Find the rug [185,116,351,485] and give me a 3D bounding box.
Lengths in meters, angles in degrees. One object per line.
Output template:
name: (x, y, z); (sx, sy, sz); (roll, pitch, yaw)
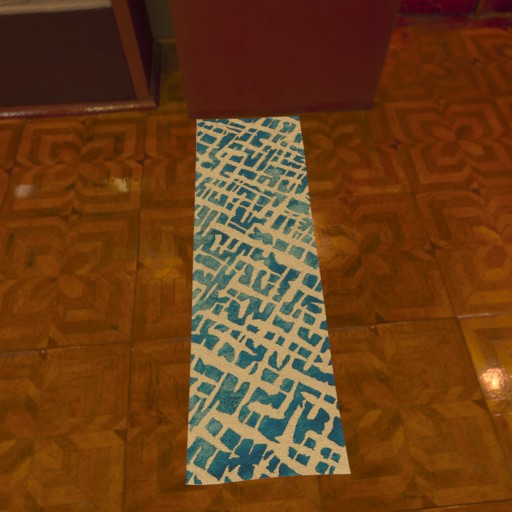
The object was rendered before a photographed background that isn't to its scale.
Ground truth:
rug: (0.000, 0.000, 2.689); (0.768, 0.011, 2.446); (-2, 58, -1)
